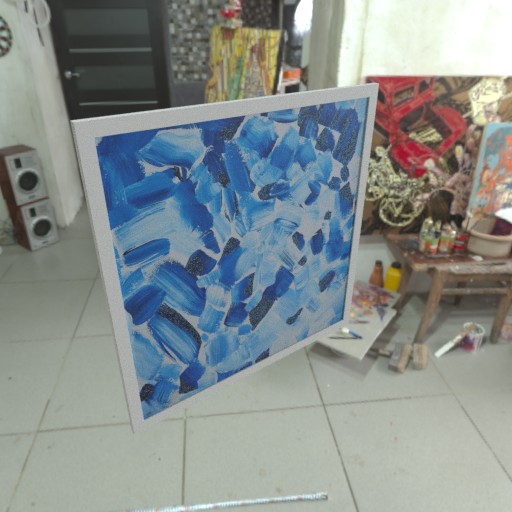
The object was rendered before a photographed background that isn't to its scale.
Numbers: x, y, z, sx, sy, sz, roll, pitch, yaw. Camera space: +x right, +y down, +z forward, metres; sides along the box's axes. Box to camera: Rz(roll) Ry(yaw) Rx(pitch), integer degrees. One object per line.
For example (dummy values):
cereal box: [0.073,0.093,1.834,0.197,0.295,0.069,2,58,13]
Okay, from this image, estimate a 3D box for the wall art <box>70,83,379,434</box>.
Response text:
wall art: [0.000,0.000,0.972,0.660,0.660,0.015,-19,34,-31]
